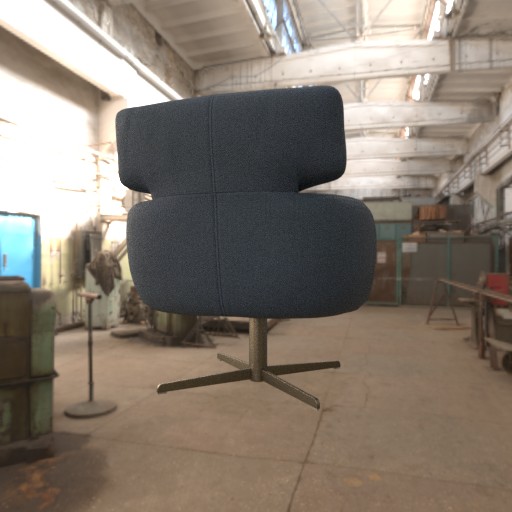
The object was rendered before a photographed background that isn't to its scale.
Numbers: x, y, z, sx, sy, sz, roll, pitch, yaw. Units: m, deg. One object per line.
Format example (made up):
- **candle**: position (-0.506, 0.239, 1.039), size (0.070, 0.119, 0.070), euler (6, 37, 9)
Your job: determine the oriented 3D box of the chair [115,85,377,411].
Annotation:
- **chair**: position (0.000, 0.000, 1.435), size (0.738, 0.813, 0.761), euler (0, 0, 17)
